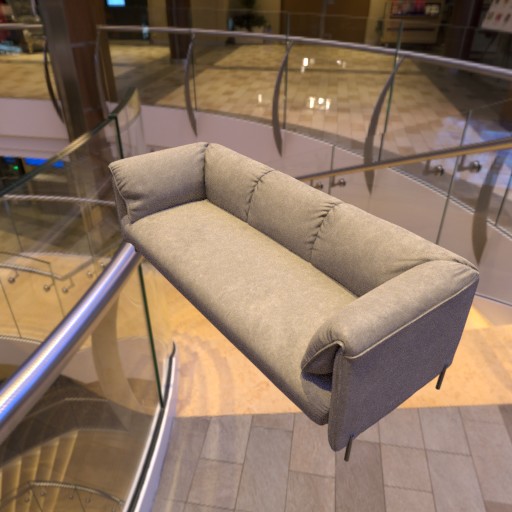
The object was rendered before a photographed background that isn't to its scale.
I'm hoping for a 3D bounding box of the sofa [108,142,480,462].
[{"bbox_3d":[0.000,0.000,2.643,0.899,0.758,2.238,-22,38,-31],"label":"sofa"}]
